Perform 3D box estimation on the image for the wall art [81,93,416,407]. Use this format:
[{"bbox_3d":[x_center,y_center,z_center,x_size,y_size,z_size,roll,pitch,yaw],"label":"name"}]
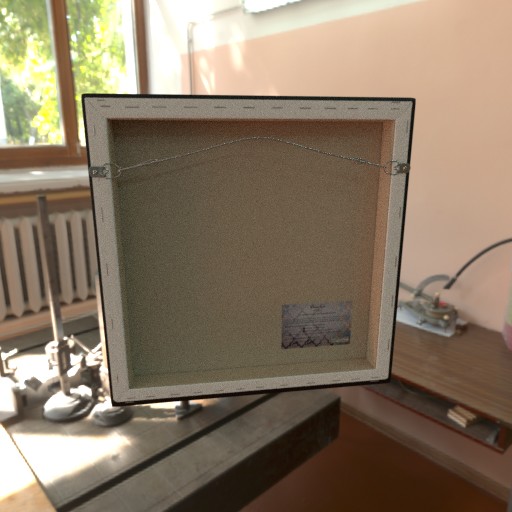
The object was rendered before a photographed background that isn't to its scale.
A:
[{"bbox_3d":[0.000,0.000,0.598,0.406,0.407,0.041,-2,15,-8],"label":"wall art"}]
